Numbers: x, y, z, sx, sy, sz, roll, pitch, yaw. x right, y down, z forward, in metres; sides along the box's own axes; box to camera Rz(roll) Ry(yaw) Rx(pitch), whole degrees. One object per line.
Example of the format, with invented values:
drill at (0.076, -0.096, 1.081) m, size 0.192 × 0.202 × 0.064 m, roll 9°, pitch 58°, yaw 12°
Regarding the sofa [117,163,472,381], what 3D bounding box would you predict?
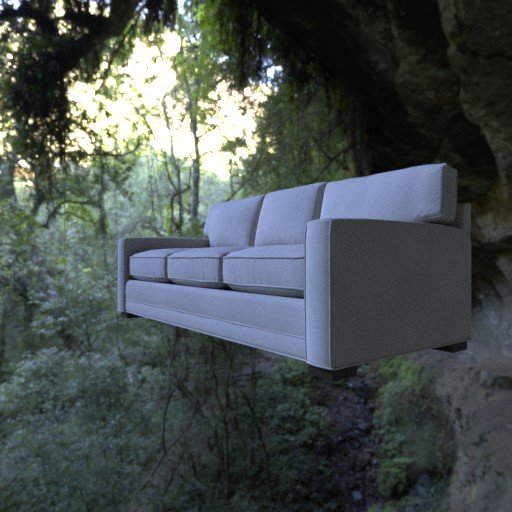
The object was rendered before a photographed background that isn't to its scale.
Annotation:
sofa at (0.000, 0.000, 2.595) m, size 0.935 × 0.862 × 2.088 m, roll 0°, pitch 0°, yaw -37°
